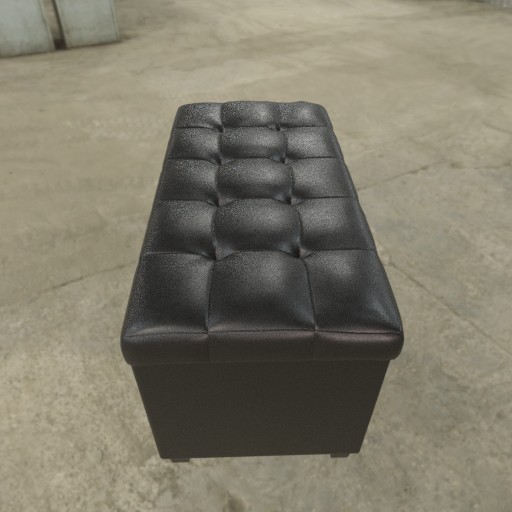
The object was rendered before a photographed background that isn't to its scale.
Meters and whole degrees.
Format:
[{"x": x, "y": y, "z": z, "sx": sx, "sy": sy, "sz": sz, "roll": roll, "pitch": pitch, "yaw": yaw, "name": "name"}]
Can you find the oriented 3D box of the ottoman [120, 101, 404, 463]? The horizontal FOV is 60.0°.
[{"x": 0.000, "y": 0.000, "z": 1.079, "sx": 0.432, "sy": 0.470, "sz": 0.838, "roll": -1, "pitch": 41, "yaw": -1, "name": "ottoman"}]
